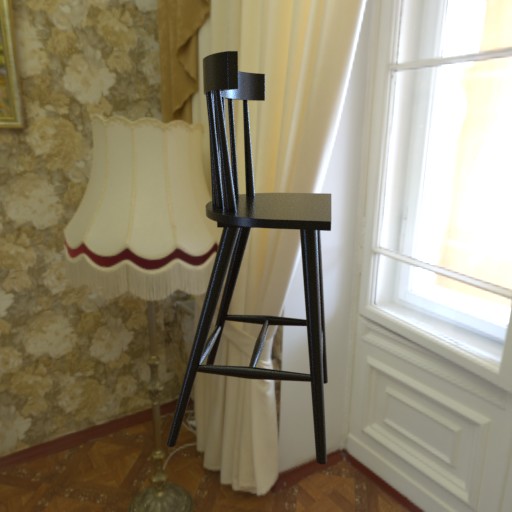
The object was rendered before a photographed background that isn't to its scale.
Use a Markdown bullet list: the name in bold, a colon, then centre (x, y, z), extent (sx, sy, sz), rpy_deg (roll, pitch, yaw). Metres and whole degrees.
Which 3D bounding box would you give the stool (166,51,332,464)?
- **stool**: centre (0.000, 0.000, 1.365), extent (0.483, 1.092, 0.482), rpy_deg (3, 16, 9)
